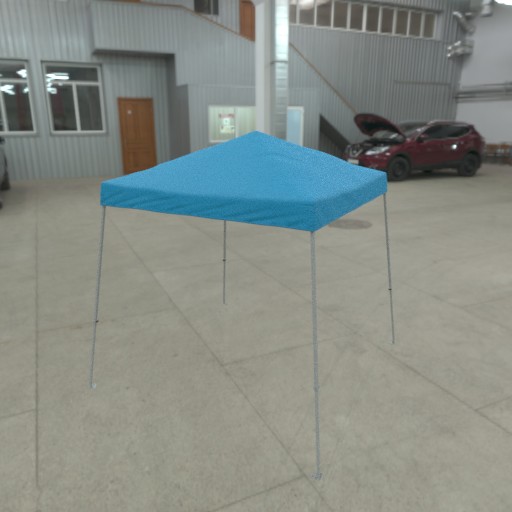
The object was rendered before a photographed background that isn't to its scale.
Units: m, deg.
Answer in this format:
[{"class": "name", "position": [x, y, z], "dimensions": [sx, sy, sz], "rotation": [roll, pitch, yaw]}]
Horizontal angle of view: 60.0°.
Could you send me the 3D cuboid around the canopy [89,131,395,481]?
[{"class": "canopy", "position": [0.000, 0.000, 6.617], "dimensions": [3.600, 3.600, 3.599], "rotation": [9, 19, 28]}]
